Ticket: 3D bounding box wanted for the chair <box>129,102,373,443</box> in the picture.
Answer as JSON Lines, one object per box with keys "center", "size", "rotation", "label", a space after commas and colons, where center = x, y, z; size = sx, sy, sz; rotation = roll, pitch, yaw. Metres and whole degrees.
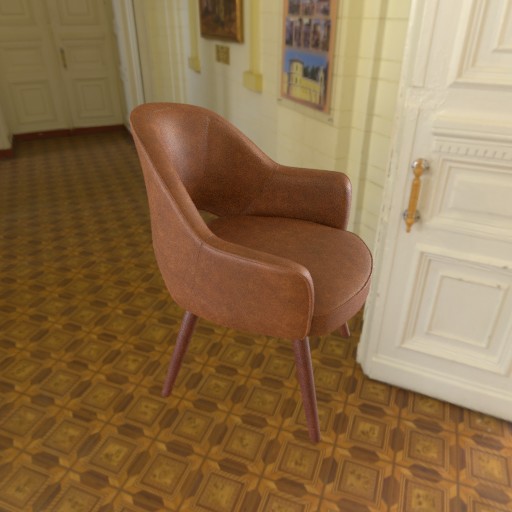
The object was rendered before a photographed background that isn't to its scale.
{"center": [0.000, 0.000, 1.245], "size": [0.640, 0.777, 0.591], "rotation": [10, 32, 17], "label": "chair"}
